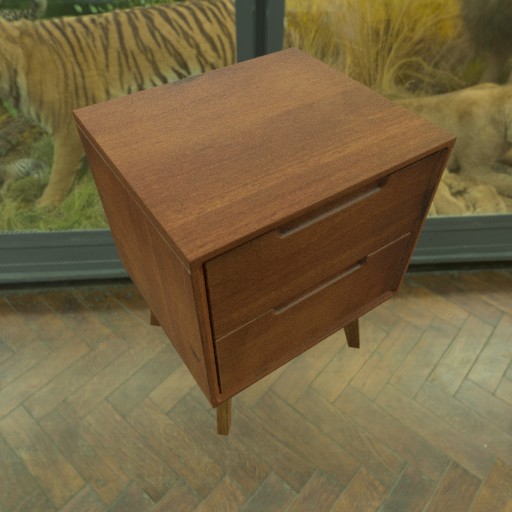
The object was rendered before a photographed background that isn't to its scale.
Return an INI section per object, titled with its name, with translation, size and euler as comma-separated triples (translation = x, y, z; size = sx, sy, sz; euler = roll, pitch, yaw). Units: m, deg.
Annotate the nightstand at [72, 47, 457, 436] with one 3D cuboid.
[nightstand]
translation = 0.000, 0.000, 0.925
size = 0.460, 0.618, 0.411
euler = -26, 52, -23
